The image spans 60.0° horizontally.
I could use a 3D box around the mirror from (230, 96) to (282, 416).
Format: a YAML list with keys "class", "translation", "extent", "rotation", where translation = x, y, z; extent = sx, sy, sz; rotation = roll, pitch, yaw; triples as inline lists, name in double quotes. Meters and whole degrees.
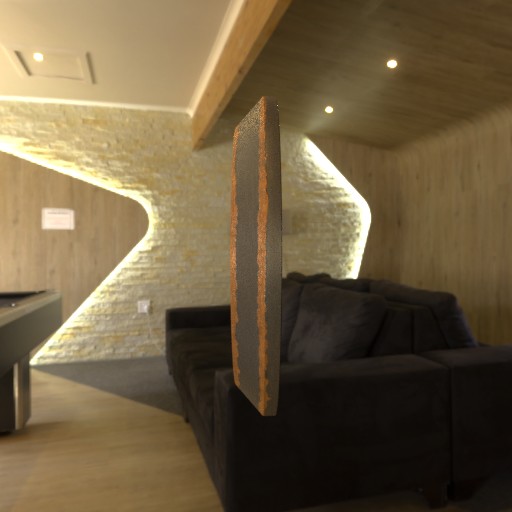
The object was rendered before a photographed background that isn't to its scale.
- class: "mirror"
  translation: [0.000, 0.000, 1.338]
  extent: [0.111, 0.907, 0.907]
  rotation: [0, 0, 0]
